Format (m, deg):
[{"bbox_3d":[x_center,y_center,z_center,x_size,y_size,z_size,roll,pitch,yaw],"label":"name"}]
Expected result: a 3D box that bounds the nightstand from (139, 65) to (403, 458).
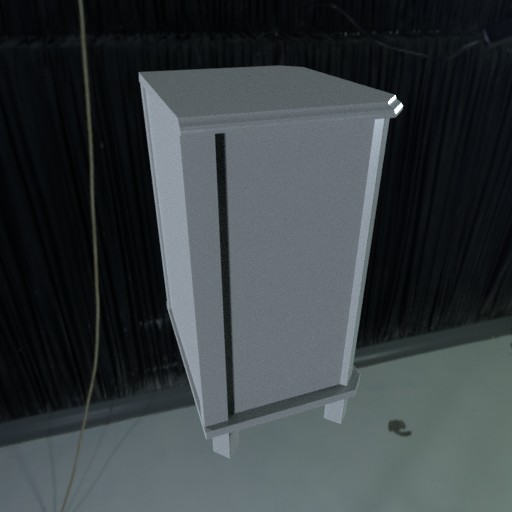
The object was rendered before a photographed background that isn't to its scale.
[{"bbox_3d":[0.000,0.000,0.927,0.348,0.680,0.435,-10,32,-17],"label":"nightstand"}]
